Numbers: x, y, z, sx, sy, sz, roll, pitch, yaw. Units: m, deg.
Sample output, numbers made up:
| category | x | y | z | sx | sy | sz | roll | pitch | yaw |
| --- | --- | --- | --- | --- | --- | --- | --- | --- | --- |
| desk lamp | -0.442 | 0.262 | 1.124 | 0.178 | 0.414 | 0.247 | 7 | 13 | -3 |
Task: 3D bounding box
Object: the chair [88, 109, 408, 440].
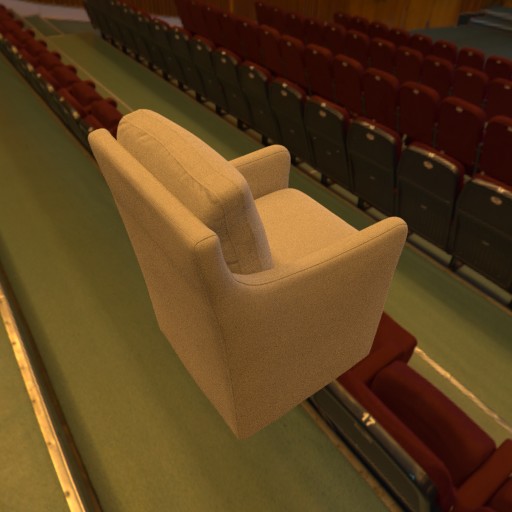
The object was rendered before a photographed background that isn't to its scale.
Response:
| category | x | y | z | sx | sy | sz | roll | pitch | yaw |
| --- | --- | --- | --- | --- | --- | --- | --- | --- | --- |
| chair | 0.000 | 0.000 | 1.405 | 0.694 | 0.914 | 0.626 | -25 | 47 | -26 |
